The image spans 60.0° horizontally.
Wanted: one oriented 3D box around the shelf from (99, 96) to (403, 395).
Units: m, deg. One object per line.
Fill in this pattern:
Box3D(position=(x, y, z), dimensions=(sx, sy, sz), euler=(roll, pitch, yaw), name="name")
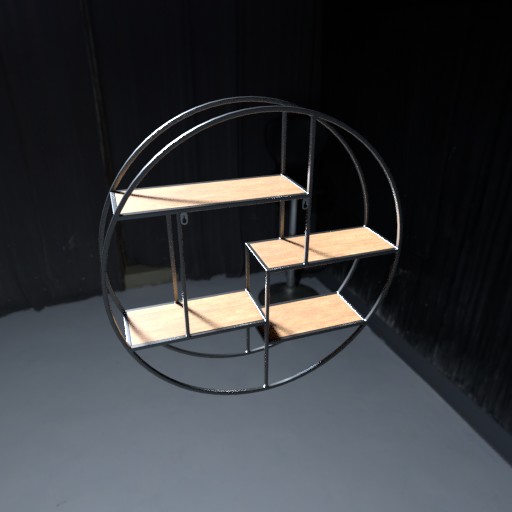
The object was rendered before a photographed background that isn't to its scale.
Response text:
Box3D(position=(0.000, 0.000, 1.335), dimensions=(0.888, 0.888, 0.202), euler=(-9, 28, -17), name="shelf")
